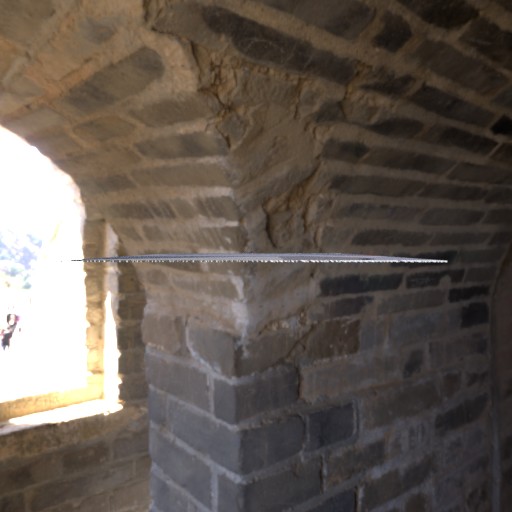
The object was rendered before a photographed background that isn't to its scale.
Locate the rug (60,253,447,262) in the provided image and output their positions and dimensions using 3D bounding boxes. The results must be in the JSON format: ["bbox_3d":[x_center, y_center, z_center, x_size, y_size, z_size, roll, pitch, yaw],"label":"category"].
[{"bbox_3d":[0.000,0.000,2.288,1.220,0.005,1.828,0,1,1],"label":"rug"}]
